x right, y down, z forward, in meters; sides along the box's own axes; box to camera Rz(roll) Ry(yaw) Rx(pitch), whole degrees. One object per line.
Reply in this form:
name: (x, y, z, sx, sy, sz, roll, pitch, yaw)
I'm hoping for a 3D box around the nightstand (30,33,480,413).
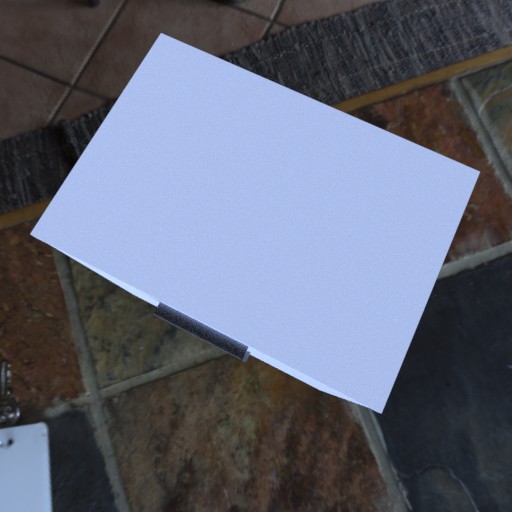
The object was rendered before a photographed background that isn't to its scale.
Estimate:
nightstand: (0.000, 0.000, 0.746, 0.441, 0.460, 0.325, 26, 77, 6)
